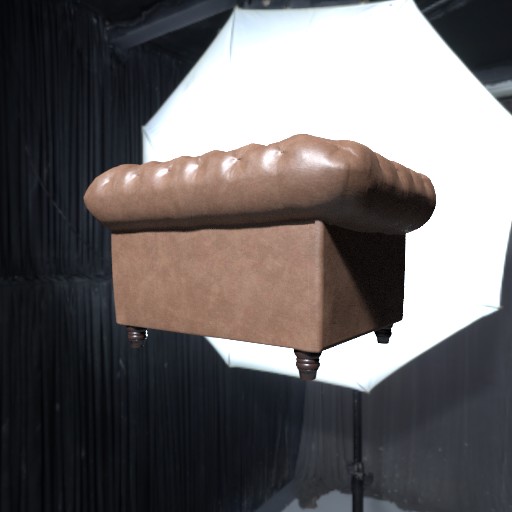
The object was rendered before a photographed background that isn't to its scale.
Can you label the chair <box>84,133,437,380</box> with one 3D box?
[{"bbox_3d":[0.000,0.000,1.916,1.298,0.784,0.954,0,0,36],"label":"chair"}]
